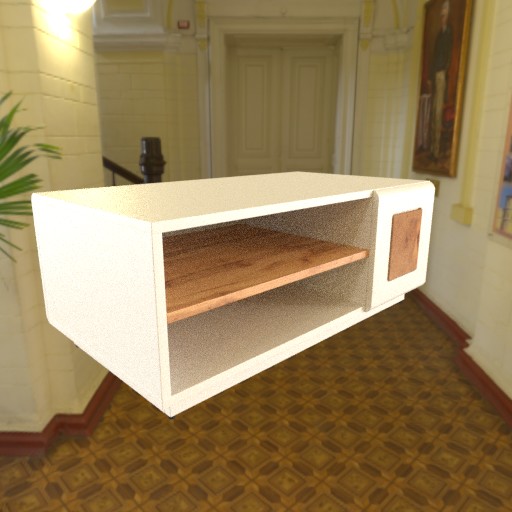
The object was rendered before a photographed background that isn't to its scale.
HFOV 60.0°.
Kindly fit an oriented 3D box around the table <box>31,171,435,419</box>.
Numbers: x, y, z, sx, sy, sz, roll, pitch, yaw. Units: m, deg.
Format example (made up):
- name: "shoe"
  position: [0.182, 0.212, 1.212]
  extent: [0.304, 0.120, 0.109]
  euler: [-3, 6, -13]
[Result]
- name: "table"
  position: [0.000, 0.000, 1.413]
  extent: [1.097, 0.442, 0.639]
  euler: [-14, 21, -43]
